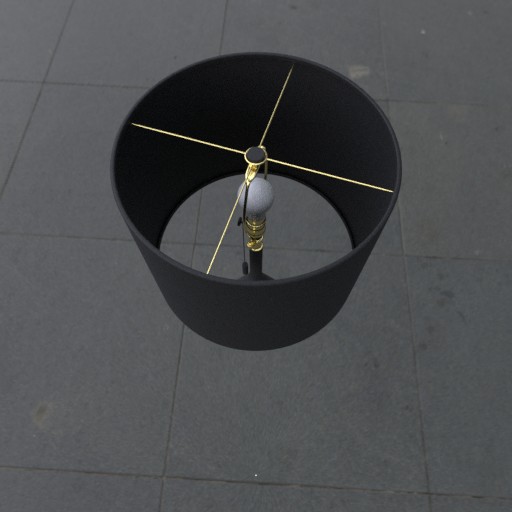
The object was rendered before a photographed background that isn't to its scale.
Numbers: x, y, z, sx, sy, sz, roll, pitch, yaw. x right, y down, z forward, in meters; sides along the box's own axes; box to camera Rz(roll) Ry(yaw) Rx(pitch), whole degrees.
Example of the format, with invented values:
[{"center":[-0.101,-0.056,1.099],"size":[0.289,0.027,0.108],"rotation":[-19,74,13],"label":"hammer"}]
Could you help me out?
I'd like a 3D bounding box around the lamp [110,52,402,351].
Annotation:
[{"center":[0.000,0.000,0.810],"size":[0.359,0.584,0.359],"rotation":[16,65,8],"label":"lamp"}]
